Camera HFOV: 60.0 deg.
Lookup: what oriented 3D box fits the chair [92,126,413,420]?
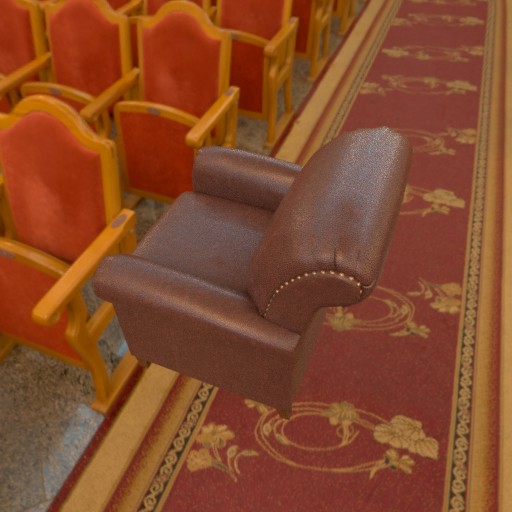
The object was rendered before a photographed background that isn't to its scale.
[{"bbox_3d":[0.000,0.000,1.645,0.890,0.927,0.854,16,48,15],"label":"chair"}]
